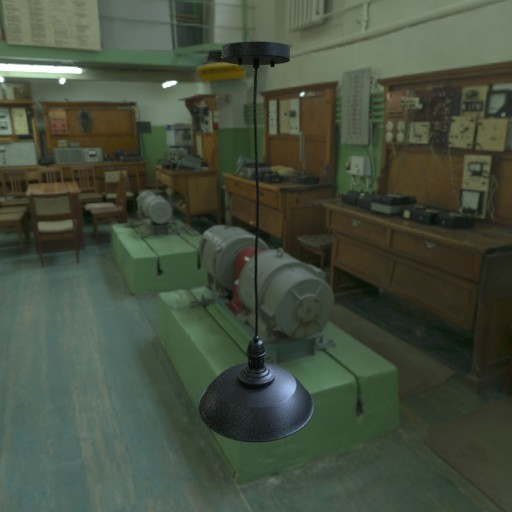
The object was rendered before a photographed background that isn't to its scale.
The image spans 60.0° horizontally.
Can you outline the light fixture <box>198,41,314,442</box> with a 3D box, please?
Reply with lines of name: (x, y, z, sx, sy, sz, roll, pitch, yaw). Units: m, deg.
light fixture: (0.000, 0.000, 1.154, 0.331, 0.993, 0.331, -8, 18, -25)
